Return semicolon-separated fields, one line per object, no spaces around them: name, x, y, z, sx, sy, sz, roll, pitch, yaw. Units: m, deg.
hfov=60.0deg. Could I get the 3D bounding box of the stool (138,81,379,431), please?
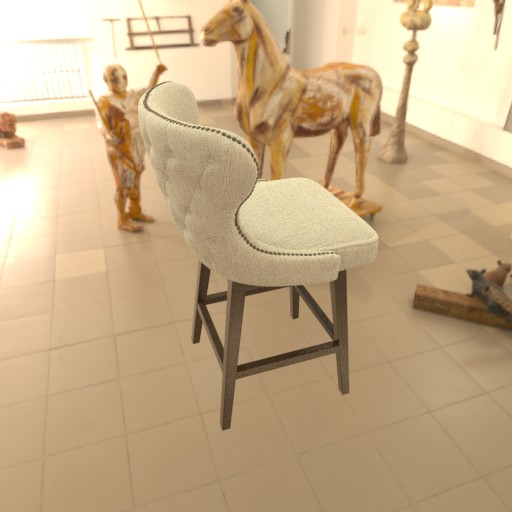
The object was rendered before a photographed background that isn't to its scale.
stool;0.000;0.000;1.389;0.597;0.972;0.615;-11;34;-17
